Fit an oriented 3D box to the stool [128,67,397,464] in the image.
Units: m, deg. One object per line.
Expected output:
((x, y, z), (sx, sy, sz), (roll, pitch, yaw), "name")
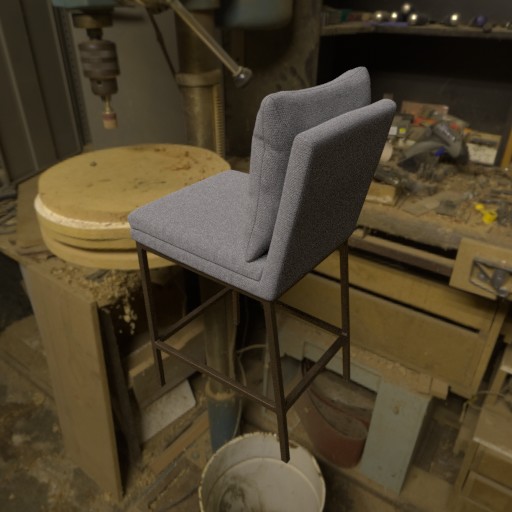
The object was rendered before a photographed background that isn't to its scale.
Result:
((0.000, 0.000, 1.322), (0.569, 1.031, 0.463), (20, 36, 31), "stool")
